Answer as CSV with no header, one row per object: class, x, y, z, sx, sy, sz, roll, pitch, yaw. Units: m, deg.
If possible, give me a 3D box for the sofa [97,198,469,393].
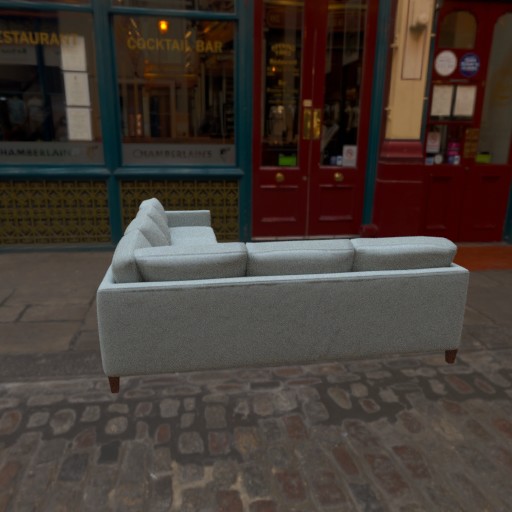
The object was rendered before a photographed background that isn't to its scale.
sofa,0.000,0.000,4.547,2.592,0.947,3.301,-2,15,-9
